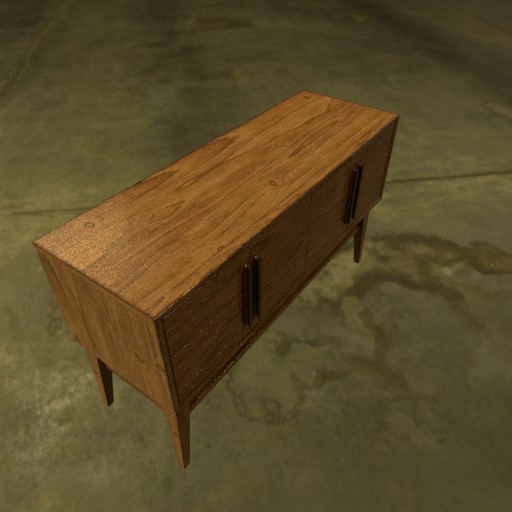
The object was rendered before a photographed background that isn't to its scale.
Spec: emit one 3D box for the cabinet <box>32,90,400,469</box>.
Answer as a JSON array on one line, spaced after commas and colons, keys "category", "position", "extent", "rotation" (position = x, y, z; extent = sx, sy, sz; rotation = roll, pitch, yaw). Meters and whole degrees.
[{"category": "cabinet", "position": [0.000, 0.000, 1.748], "extent": [0.477, 0.802, 1.363], "rotation": [25, 47, 27]}]
